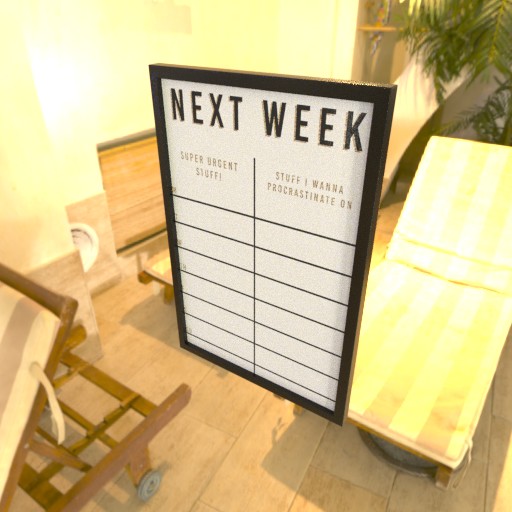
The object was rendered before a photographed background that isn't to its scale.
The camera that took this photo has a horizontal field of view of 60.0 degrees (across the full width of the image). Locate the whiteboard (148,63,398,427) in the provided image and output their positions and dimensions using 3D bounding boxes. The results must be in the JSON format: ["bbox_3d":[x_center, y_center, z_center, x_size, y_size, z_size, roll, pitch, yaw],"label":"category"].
[{"bbox_3d":[0.000,0.000,0.792,0.406,0.611,0.026,18,35,28],"label":"whiteboard"}]
